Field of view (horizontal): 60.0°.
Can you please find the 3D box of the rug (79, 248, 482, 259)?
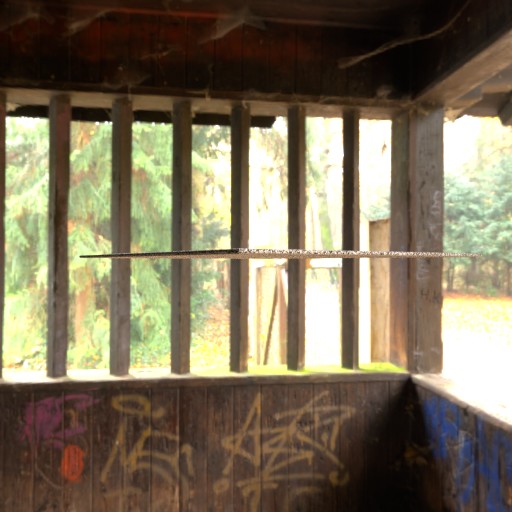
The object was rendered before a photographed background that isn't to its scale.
[{"bbox_3d":[0.000,0.000,4.178,2.438,0.029,3.047,1,-1,-36],"label":"rug"}]
